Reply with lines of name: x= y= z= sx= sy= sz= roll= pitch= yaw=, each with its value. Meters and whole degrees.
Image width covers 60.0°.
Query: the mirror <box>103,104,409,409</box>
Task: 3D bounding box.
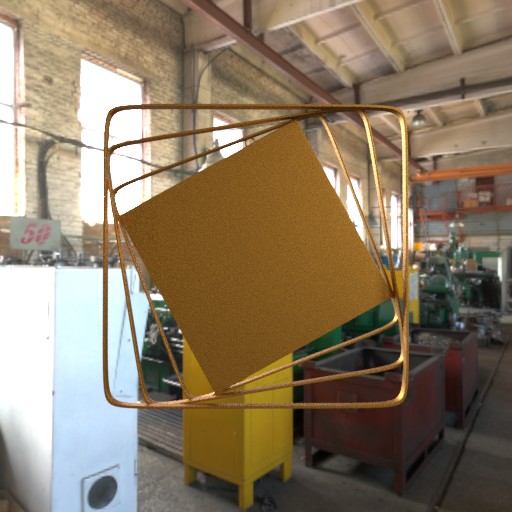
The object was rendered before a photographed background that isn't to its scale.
mirror: x=0.000 y=0.000 z=0.697 sx=0.470 sy=0.468 sz=0.045 roll=0 pitch=-1 yaw=-1
